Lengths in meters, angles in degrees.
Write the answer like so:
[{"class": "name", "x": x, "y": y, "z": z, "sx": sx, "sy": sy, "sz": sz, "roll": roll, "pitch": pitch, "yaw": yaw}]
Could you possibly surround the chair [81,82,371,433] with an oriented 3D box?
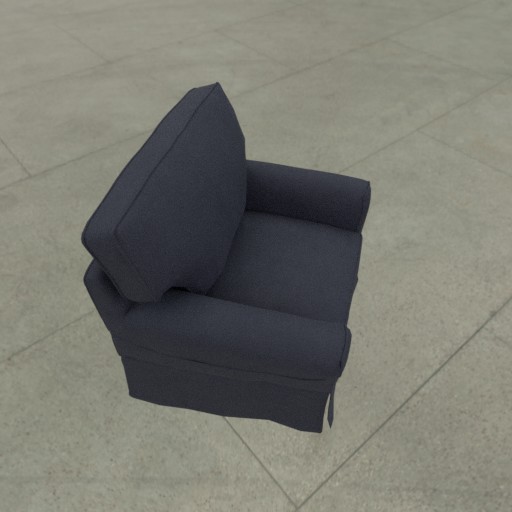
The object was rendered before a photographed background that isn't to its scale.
[{"class": "chair", "x": 0.000, "y": 0.000, "z": 1.999, "sx": 1.002, "sy": 1.140, "sz": 1.119, "roll": 11, "pitch": 48, "yaw": 10}]
